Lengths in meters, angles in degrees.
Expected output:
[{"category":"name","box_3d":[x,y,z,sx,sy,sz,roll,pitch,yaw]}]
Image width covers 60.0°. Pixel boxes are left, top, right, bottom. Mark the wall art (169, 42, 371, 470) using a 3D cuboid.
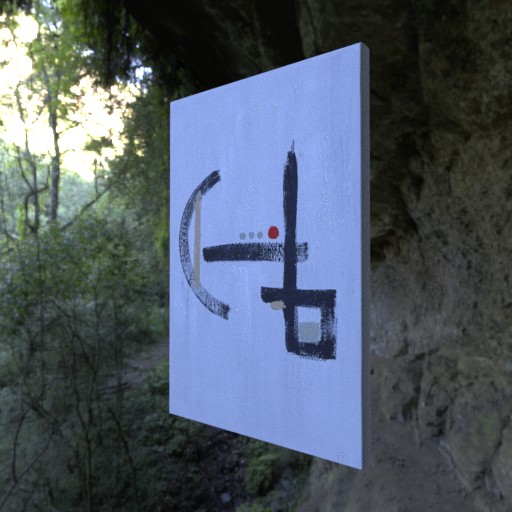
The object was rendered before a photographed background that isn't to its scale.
[{"category":"wall art","box_3d":[0.000,0.000,1.141,0.602,0.916,0.048,-1,-1,37]}]
